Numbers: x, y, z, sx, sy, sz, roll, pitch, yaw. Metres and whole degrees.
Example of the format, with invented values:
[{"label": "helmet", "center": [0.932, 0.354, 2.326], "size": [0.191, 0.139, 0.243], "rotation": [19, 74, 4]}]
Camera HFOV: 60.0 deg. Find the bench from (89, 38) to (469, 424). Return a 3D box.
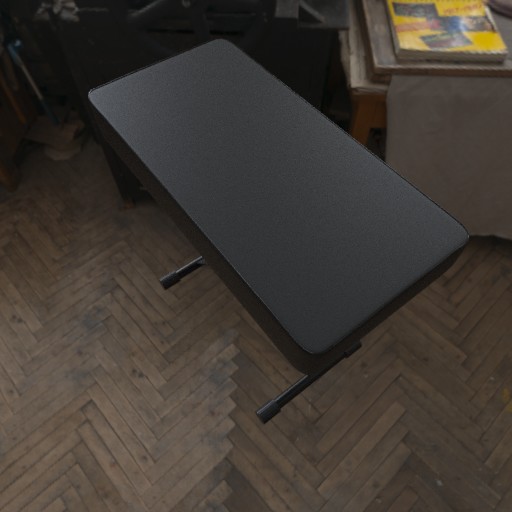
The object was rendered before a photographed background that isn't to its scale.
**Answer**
[{"label": "bench", "center": [0.000, 0.000, 0.911], "size": [0.300, 0.561, 0.600], "rotation": [-32, 62, -19]}]
